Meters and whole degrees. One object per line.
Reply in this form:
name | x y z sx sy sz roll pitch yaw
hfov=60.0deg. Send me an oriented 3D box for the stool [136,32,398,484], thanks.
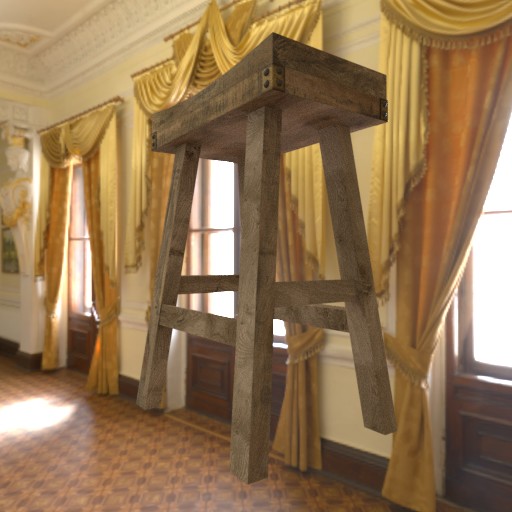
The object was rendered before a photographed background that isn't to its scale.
stool | 0.000 0.000 0.880 0.330 0.635 0.450 0 -1 -36
